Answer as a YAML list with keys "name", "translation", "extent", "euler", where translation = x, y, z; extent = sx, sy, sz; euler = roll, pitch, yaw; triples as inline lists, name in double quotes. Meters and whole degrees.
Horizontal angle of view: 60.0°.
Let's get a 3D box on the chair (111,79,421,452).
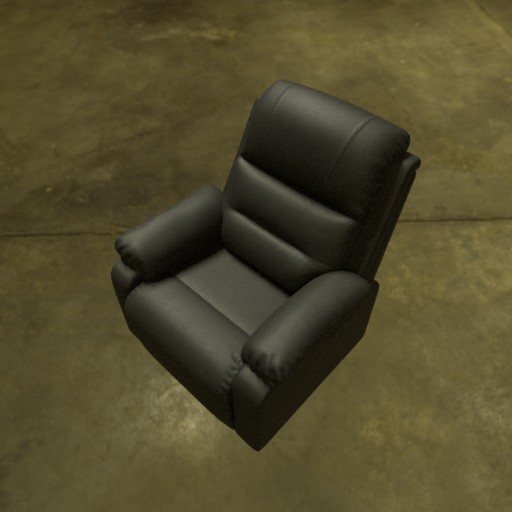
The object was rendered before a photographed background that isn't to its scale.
- name: "chair"
  translation: [0.000, 0.000, 1.683]
  extent: [0.855, 0.992, 0.919]
  euler: [34, 56, 28]
